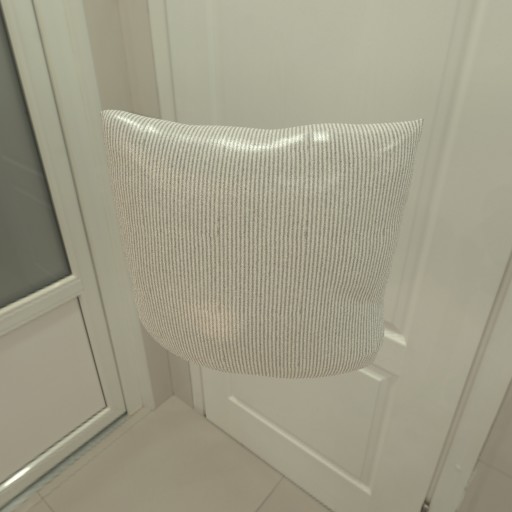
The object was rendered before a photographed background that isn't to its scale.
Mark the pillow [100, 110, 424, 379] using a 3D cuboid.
[{"bbox_3d":[0.000,0.000,0.697,0.387,0.432,0.310,23,39,33],"label":"pillow"}]
